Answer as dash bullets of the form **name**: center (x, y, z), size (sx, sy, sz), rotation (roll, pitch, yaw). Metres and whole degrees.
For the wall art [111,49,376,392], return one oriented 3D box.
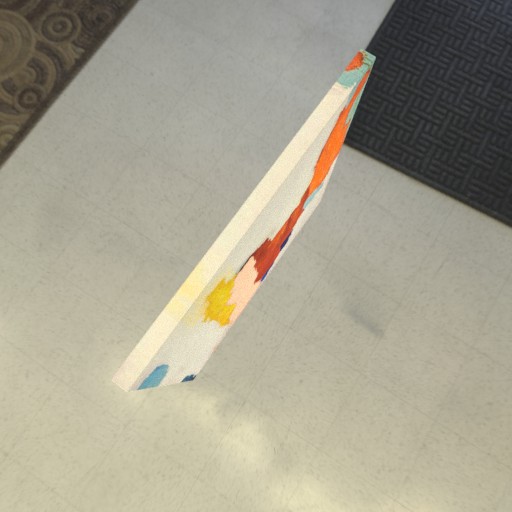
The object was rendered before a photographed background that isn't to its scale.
- **wall art**: center (0.000, 0.000, 1.232), size (0.037, 0.814, 0.814), rotation (34, 78, 8)
